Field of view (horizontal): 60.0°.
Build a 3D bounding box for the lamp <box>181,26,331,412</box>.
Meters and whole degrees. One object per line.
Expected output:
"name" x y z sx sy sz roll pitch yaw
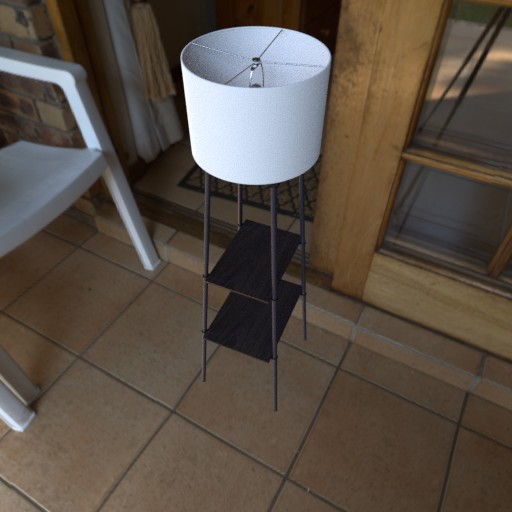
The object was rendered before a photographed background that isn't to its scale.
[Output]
"lamp" 0.000 0.000 1.645 0.384 1.474 0.427 17 49 16
